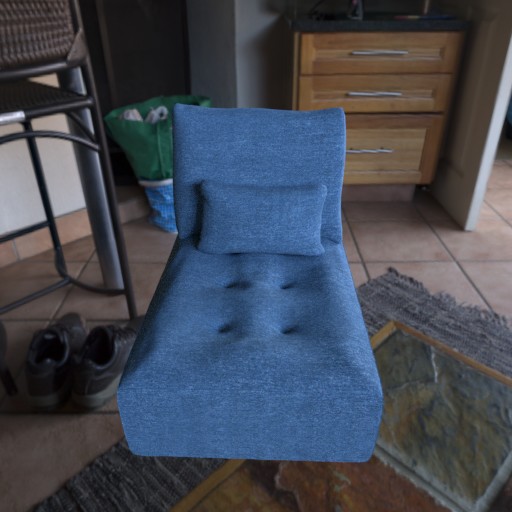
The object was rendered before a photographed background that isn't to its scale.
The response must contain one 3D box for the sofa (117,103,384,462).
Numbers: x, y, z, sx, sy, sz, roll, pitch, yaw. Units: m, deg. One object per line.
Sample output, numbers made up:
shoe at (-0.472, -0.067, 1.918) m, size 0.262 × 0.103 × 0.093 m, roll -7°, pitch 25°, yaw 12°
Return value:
sofa at (0.000, 0.000, 1.511) m, size 0.700 × 0.820 × 1.000 m, roll 1°, pitch 31°, yaw 2°
